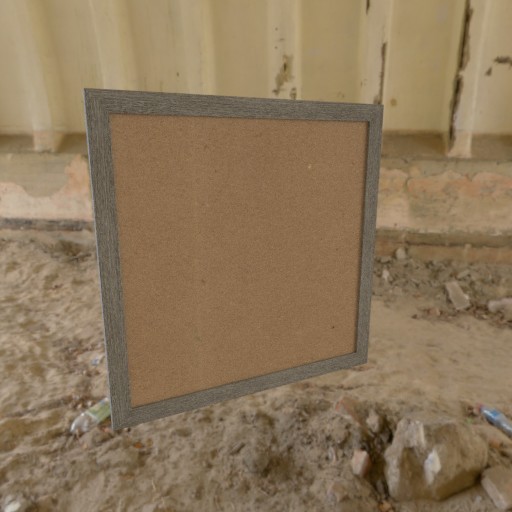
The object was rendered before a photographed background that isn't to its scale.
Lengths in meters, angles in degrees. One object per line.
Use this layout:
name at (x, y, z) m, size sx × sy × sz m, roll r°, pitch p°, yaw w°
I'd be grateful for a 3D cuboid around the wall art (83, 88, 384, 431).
wall art at (0.000, 0.000, 1.015) m, size 0.685 × 0.685 × 0.020 m, roll -7°, pitch 15°, yaw -26°
